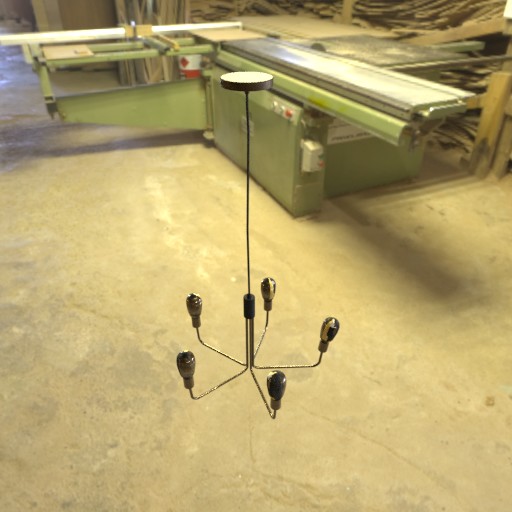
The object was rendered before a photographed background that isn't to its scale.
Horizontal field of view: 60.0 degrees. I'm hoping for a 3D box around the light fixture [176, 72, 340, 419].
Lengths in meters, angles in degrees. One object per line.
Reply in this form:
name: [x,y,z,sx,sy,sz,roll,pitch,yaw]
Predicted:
light fixture: [0.000,0.000,1.397,0.588,1.059,0.532,-11,35,-16]
